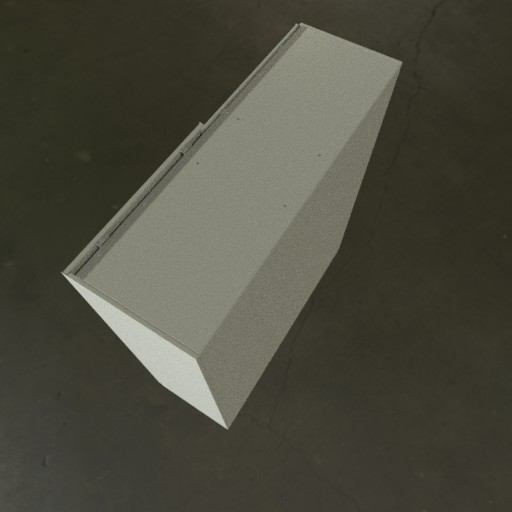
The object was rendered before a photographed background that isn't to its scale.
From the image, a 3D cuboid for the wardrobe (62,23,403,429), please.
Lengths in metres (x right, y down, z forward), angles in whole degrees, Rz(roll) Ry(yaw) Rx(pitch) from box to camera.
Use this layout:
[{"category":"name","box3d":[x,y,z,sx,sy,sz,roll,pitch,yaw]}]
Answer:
[{"category":"wardrobe","box3d":[0.000,0.000,2.814,0.629,1.960,1.780,29,66,14]}]
